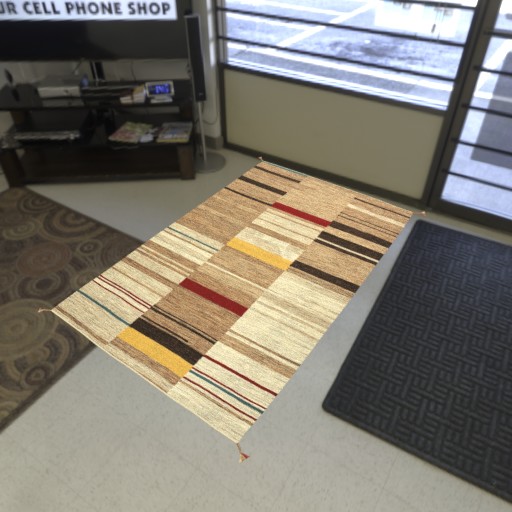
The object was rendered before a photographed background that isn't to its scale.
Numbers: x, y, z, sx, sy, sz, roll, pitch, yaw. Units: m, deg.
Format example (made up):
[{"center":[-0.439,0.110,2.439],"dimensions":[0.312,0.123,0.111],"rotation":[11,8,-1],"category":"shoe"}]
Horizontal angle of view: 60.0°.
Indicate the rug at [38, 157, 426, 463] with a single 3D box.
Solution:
[{"center":[0.000,0.000,2.446],"dimensions":[1.268,0.007,1.918],"rotation":[25,47,26],"category":"rug"}]
